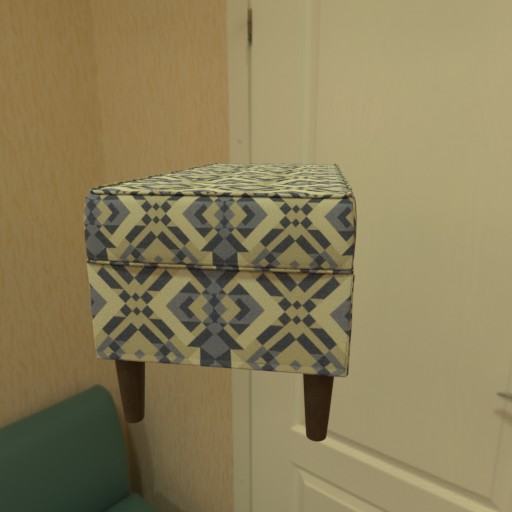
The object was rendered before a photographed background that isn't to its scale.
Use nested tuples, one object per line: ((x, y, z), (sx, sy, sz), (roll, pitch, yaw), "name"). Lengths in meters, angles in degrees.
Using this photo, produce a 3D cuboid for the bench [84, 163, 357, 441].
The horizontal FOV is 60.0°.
((0.000, 0.000, 1.272), (0.492, 0.477, 1.016), (2, 15, 8), "bench")
